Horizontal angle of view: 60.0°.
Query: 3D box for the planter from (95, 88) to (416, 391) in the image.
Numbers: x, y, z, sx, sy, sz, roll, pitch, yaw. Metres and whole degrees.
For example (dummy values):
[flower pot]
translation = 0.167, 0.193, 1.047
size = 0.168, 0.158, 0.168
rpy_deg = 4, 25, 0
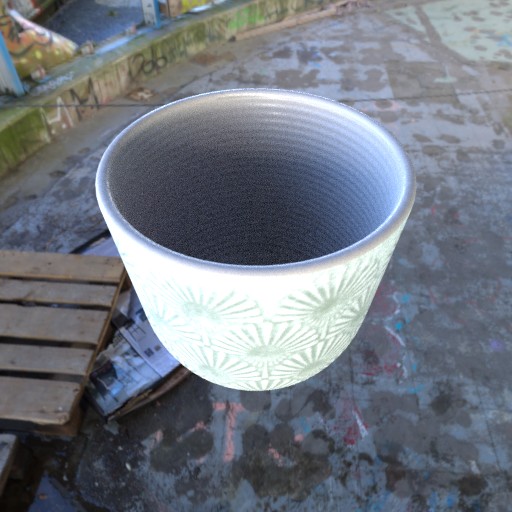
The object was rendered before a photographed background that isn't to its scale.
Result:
[planter]
translation = 0.000, 0.000, 0.294
size = 0.170, 0.152, 0.170
rpy_deg = 0, 46, 0
